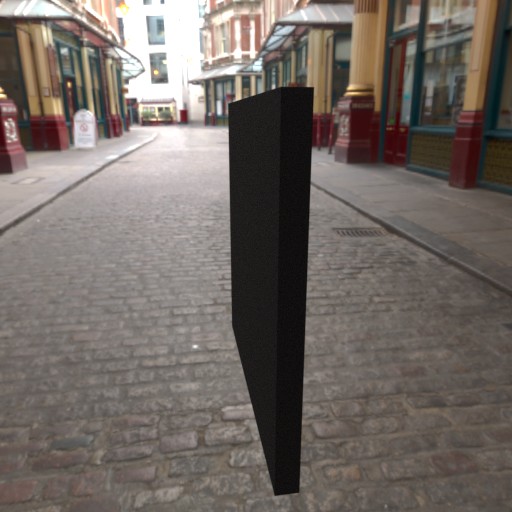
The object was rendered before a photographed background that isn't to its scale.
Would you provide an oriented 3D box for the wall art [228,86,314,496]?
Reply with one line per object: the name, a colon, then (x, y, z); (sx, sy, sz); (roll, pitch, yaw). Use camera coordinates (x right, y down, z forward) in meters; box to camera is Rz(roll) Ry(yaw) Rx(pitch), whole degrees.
wall art: (0.000, 0.000, 0.682); (0.030, 0.458, 0.462); (-3, 17, -9)
